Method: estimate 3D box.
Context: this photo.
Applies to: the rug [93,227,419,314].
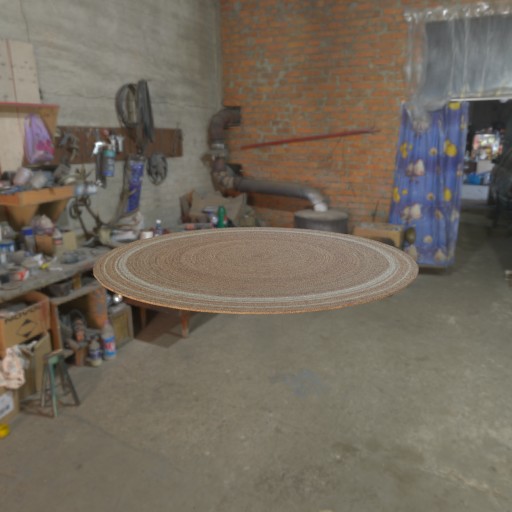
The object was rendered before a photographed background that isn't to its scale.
[{"bbox_3d":[0.000,0.000,3.536,2.444,0.015,2.444,0,14,0],"label":"rug"}]
